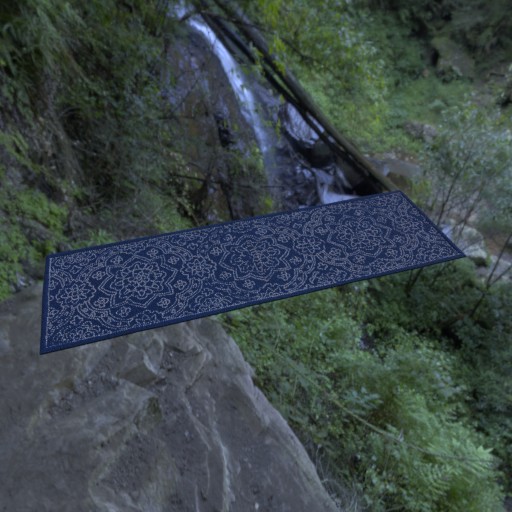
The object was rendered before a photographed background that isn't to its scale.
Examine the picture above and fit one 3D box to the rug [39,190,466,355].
[{"bbox_3d":[0.000,0.000,2.694,2.448,0.012,0.769,-12,43,-13],"label":"rug"}]
